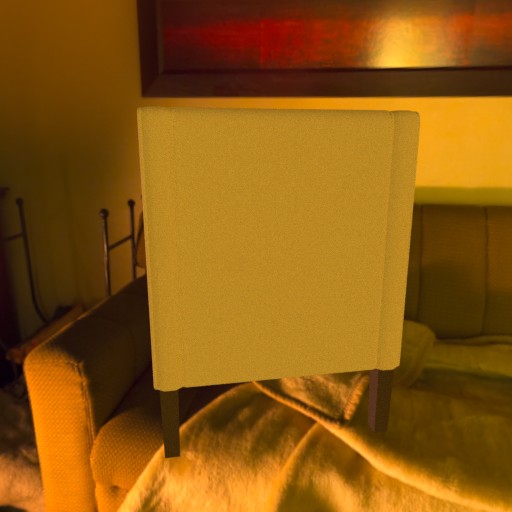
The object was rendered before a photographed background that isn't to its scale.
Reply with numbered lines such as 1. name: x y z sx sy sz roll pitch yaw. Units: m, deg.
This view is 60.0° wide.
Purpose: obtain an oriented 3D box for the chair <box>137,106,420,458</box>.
1. chair: 0.000 0.000 1.485 0.689 0.886 0.806 -3 14 -10
